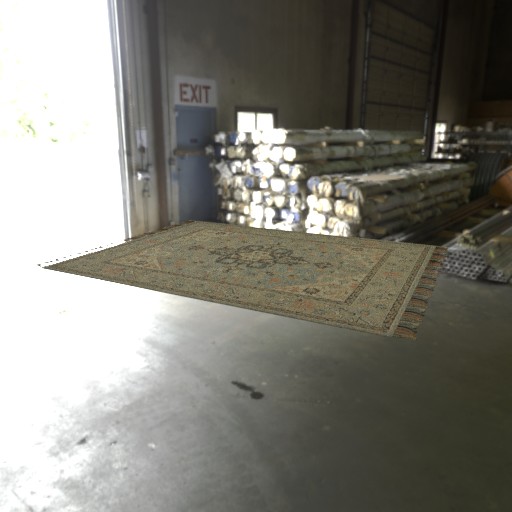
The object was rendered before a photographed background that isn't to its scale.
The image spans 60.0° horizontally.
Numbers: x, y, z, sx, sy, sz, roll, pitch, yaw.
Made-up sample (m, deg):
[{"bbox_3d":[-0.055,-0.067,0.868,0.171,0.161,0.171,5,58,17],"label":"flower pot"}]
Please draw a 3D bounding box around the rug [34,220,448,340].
[{"bbox_3d":[0.000,0.000,4.195,3.221,0.011,2.379,8,17,26],"label":"rug"}]
